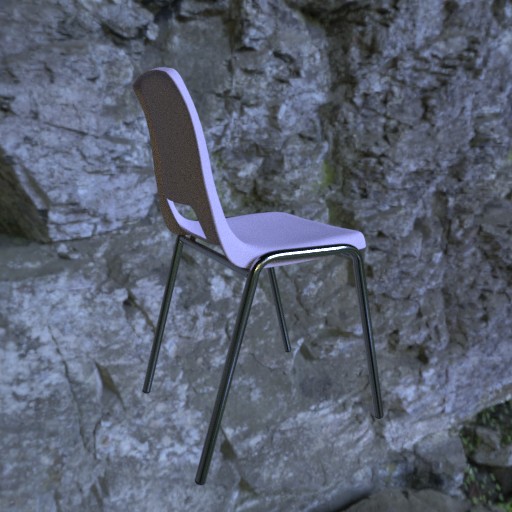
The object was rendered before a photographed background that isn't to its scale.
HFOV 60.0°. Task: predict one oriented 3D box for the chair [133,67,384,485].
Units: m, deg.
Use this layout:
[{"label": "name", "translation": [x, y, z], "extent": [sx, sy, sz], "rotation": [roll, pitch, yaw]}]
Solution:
[{"label": "chair", "translation": [0.000, 0.000, 0.938], "extent": [0.436, 0.704, 0.381], "rotation": [-8, 17, -28]}]
